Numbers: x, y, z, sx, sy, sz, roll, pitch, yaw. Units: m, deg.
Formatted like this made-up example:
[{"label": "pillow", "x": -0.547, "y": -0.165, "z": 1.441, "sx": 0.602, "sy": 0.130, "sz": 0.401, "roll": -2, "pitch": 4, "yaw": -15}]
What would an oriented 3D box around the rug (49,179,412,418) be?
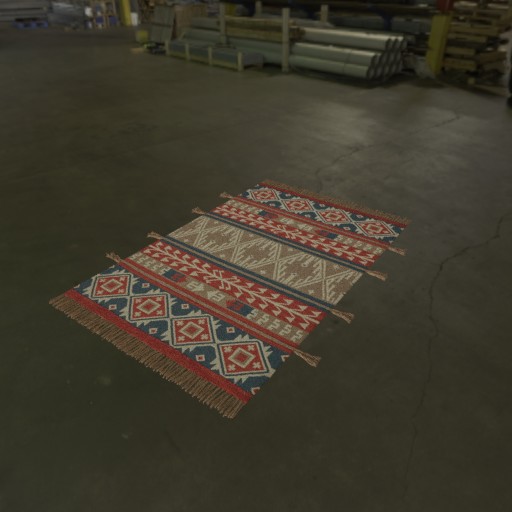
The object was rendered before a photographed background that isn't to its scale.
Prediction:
[{"label": "rug", "x": 0.000, "y": 0.000, "z": 3.251, "sx": 1.778, "sy": 0.048, "sz": 2.450, "roll": 21, "pitch": 38, "yaw": 30}]
